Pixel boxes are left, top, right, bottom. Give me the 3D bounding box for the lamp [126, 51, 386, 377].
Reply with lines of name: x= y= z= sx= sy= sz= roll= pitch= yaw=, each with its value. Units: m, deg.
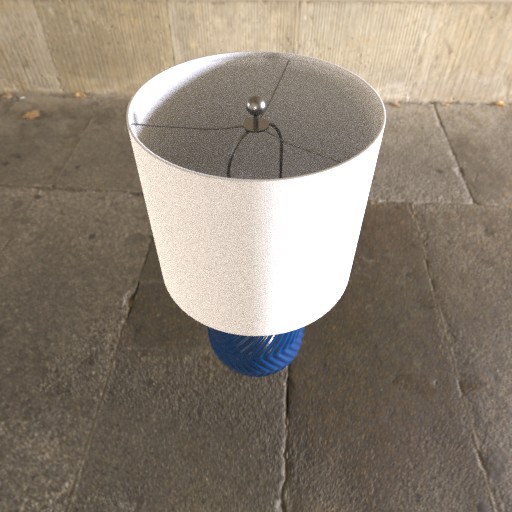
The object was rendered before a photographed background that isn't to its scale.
lamp: x=0.000 y=0.000 z=0.483 sx=0.203 sy=0.368 sz=0.203 roll=-33 pitch=55 yaw=-27
